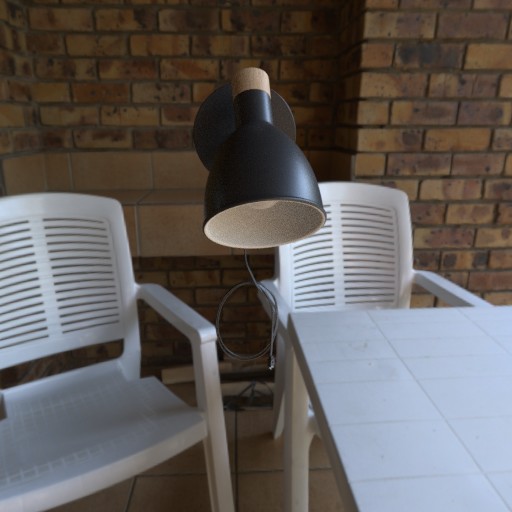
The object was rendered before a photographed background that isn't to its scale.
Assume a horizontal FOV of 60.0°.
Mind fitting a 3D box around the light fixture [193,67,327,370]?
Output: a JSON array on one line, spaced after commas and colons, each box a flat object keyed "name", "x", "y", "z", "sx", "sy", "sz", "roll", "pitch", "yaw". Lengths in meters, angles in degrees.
[{"name": "light fixture", "x": 0.000, "y": 0.000, "z": 0.502, "sx": 0.127, "sy": 0.401, "sz": 0.203, "roll": -3, "pitch": 17, "yaw": -9}]
